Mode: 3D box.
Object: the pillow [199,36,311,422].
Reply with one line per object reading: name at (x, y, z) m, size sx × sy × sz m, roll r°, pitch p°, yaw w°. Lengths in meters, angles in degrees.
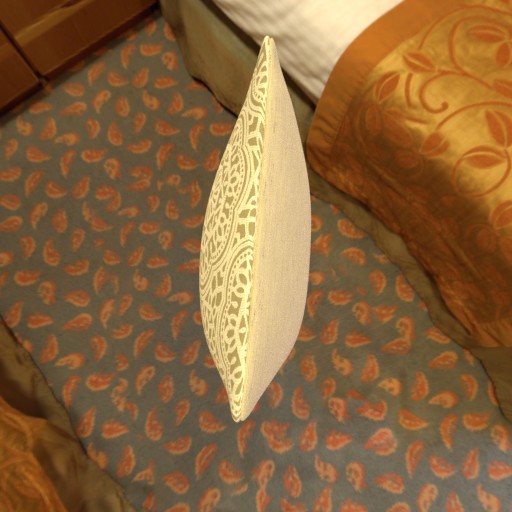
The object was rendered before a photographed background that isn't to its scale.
pillow at (0.000, 0.000, 0.674) m, size 0.167 × 0.421 × 0.438 m, roll 4°, pitch 77°, yaw 1°
